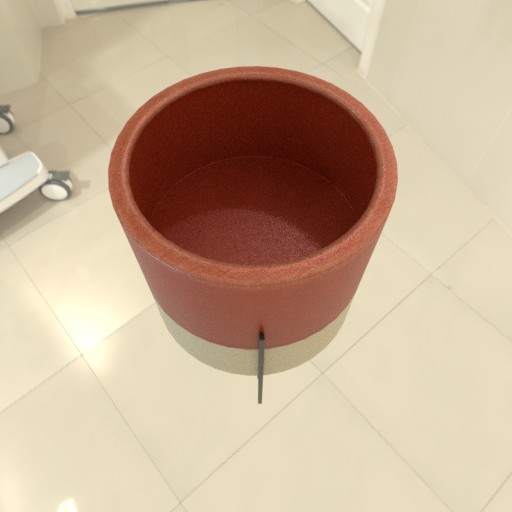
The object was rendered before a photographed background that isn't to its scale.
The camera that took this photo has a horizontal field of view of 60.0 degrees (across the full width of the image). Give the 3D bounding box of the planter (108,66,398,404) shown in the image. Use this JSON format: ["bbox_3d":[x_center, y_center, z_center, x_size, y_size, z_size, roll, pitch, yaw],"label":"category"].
[{"bbox_3d":[0.000,0.000,0.725,0.354,0.465,0.345,-30,63,-17],"label":"planter"}]
